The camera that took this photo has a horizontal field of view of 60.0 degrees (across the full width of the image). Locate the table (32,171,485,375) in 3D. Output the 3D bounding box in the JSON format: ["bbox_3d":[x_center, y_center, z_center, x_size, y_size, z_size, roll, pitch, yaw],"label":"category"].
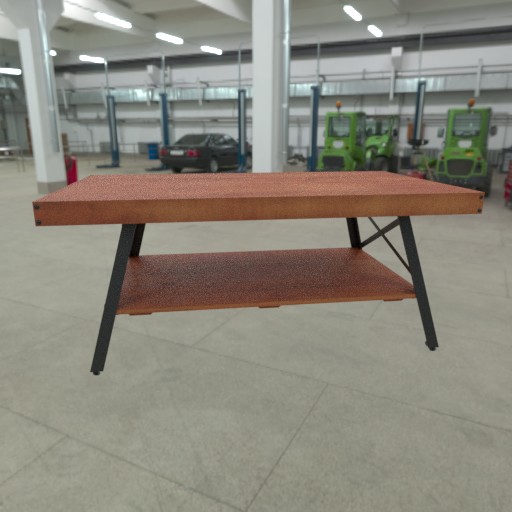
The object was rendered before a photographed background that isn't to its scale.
[{"bbox_3d":[0.000,0.000,1.384,1.067,0.457,0.610,-2,16,-8],"label":"table"}]
